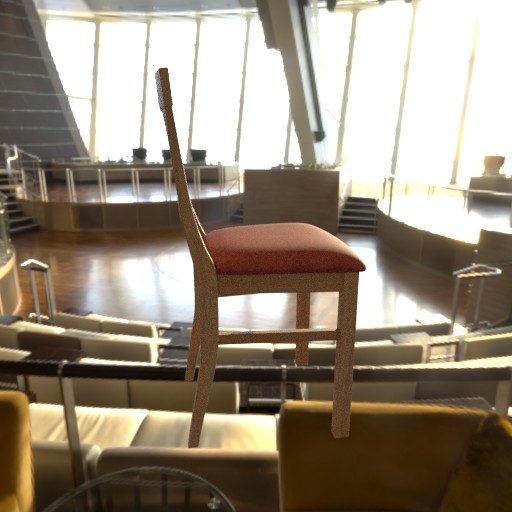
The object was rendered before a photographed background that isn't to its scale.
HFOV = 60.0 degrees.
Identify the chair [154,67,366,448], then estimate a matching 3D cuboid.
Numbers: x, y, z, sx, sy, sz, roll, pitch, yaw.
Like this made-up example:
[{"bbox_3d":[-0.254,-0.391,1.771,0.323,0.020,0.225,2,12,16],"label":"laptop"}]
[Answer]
[{"bbox_3d":[0.000,0.000,1.224,0.492,0.912,0.439,-3,16,-10],"label":"chair"}]
